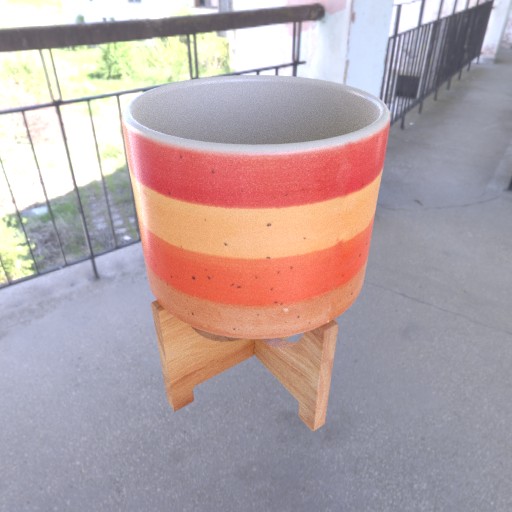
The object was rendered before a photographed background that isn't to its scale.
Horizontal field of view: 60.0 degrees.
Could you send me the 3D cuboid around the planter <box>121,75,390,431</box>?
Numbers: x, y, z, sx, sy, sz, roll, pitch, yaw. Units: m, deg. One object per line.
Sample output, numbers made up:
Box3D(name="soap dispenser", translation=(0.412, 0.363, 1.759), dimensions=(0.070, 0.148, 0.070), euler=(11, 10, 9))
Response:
Box3D(name="planter", translation=(0.000, 0.000, 0.395), dimensions=(0.199, 0.268, 0.199), euler=(0, 34, 0))
